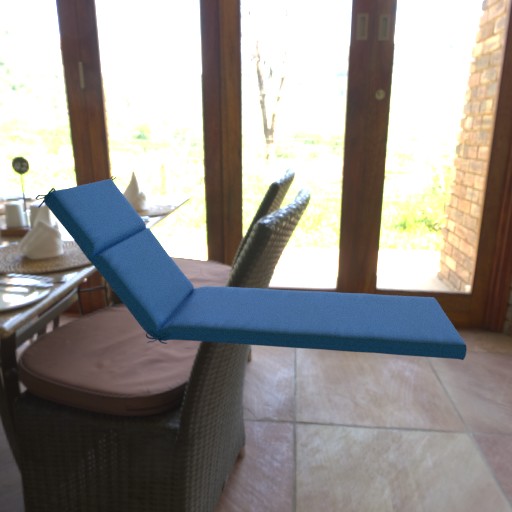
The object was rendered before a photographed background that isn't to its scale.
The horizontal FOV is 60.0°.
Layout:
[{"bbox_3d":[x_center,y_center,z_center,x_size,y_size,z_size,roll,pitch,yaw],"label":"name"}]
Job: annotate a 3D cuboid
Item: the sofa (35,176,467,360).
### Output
[{"bbox_3d":[0.000,0.000,1.929,1.663,0.622,0.582,2,16,8],"label":"sofa"}]
